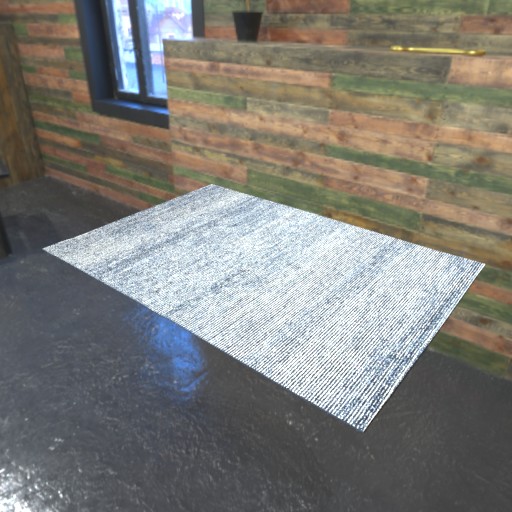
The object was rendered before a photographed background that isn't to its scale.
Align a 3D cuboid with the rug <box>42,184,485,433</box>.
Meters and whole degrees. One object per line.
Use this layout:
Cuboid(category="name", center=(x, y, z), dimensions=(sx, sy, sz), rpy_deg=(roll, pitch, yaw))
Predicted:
Cuboid(category="rug", center=(0.000, 0.000, 2.834), dimensions=(2.349, 0.030, 1.624), rpy_deg=(21, 35, 34))
